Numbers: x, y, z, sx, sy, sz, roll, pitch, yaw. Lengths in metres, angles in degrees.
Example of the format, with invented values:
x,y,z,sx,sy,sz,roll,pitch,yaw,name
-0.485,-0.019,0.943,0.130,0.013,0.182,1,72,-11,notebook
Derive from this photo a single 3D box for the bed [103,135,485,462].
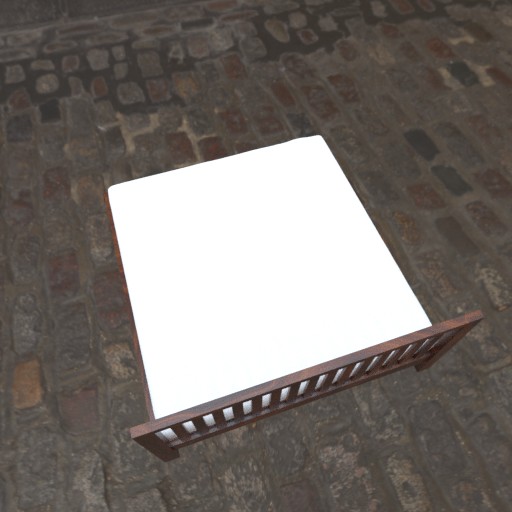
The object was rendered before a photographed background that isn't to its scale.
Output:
x,y,z,sx,sy,sz,roll,pitch,yaw,name
0.000,0.000,3.099,1.905,0.890,2.030,-16,60,-10,bed
